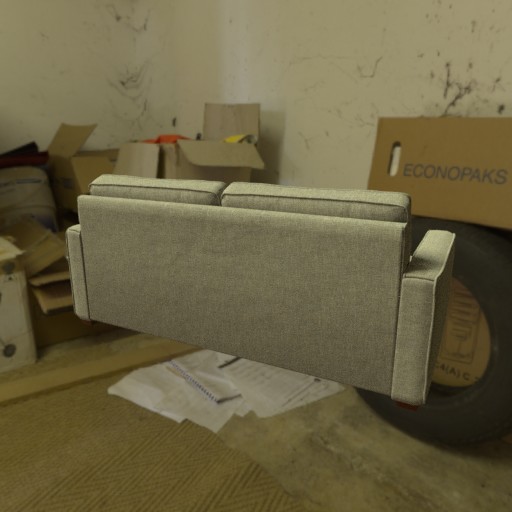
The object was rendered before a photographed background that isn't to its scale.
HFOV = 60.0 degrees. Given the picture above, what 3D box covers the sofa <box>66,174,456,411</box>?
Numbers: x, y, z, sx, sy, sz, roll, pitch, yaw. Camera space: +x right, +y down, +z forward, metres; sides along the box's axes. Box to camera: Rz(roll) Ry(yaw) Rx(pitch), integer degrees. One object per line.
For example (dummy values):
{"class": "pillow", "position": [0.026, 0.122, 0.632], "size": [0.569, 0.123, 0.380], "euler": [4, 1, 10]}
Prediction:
{"class": "sofa", "position": [0.000, 0.000, 2.578], "size": [2.078, 0.918, 0.945], "euler": [8, 18, 26]}
